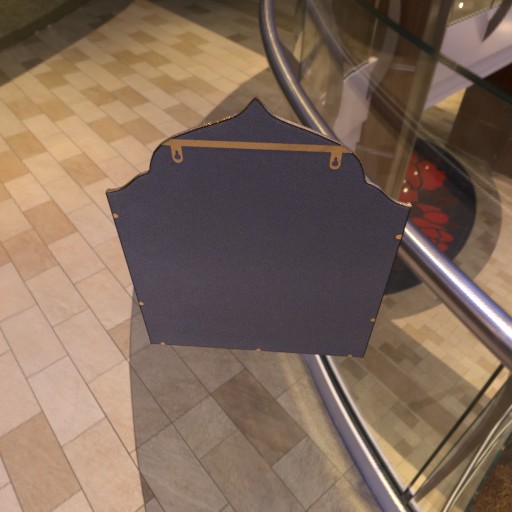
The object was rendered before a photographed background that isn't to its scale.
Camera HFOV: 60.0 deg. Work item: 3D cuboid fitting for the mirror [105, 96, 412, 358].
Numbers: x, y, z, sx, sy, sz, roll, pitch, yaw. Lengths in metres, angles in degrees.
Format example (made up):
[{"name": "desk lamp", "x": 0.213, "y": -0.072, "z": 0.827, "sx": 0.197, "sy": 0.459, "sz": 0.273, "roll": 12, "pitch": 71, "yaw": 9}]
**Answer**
[{"name": "mirror", "x": 0.000, "y": 0.000, "z": 0.841, "sx": 0.513, "sy": 0.635, "sz": 0.018, "roll": 3, "pitch": 46, "yaw": 3}]
